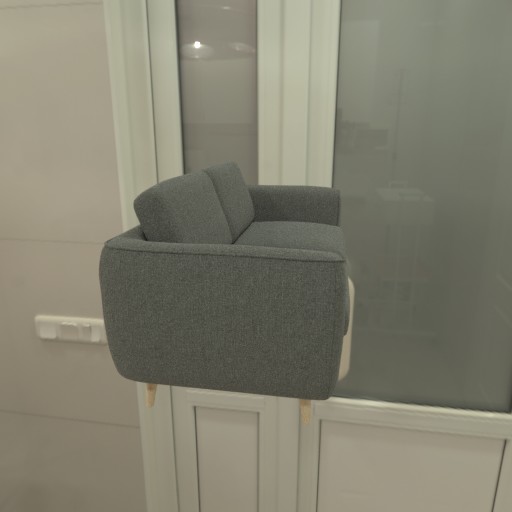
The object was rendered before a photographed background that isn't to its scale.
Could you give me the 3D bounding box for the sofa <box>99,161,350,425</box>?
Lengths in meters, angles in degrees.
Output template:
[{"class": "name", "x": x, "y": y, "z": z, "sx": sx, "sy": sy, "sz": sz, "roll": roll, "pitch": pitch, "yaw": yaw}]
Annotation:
[{"class": "sofa", "x": 0.000, "y": 0.000, "z": 2.257, "sx": 0.920, "sy": 0.870, "sz": 1.700, "roll": 3, "pitch": 17, "yaw": 9}]
